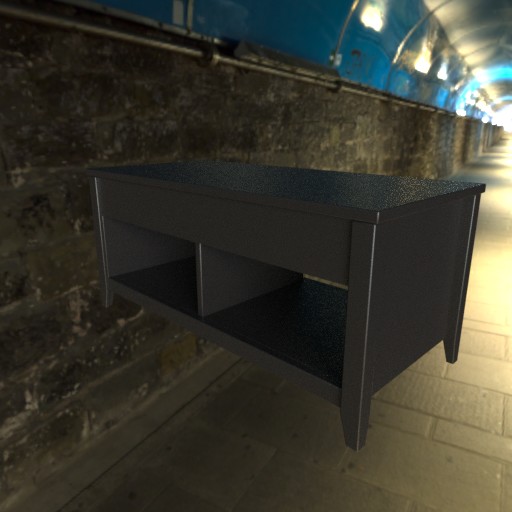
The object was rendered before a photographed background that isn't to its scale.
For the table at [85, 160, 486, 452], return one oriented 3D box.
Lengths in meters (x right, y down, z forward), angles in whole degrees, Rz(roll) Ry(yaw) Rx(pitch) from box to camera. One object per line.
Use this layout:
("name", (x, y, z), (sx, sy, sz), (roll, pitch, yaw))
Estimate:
("table", (0.000, 0.000, 1.263), (1.016, 0.457, 0.483), (16, 23, 42))
